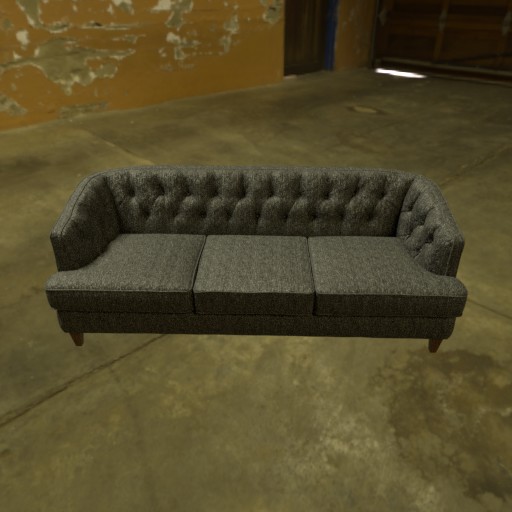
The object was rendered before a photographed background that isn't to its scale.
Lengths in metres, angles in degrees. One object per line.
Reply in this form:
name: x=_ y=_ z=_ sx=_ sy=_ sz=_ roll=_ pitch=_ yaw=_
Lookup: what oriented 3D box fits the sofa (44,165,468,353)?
sofa: x=0.000 y=0.000 z=2.739 sx=2.278 sy=0.855 sz=0.941 roll=1 pitch=30 yaw=1
